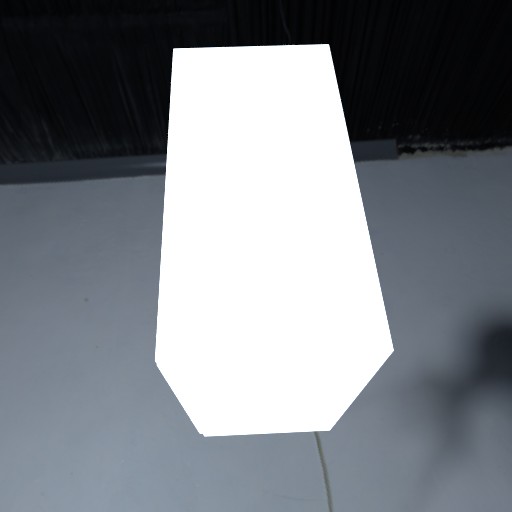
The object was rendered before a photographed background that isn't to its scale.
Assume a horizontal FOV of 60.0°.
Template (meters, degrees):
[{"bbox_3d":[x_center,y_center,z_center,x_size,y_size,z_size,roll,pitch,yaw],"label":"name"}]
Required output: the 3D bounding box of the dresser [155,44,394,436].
[{"bbox_3d":[0.000,0.000,1.259,0.420,0.740,0.830,-2,59,-1],"label":"dresser"}]
